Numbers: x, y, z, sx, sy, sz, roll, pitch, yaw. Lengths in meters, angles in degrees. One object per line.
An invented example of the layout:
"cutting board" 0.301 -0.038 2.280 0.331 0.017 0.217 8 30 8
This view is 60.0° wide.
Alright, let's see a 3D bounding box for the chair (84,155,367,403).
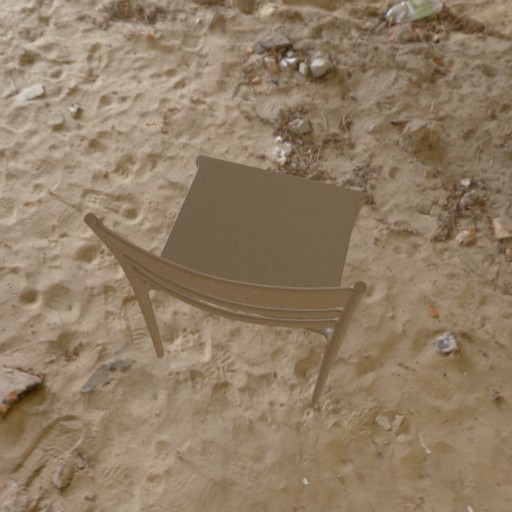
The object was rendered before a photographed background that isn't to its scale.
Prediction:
"chair" 0.000 0.000 1.147 0.531 0.800 0.511 14 63 7
